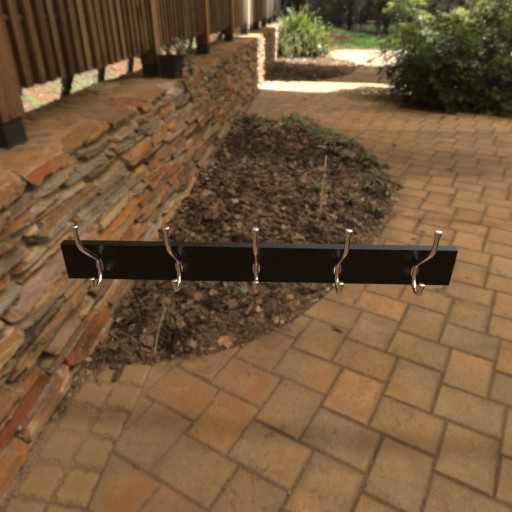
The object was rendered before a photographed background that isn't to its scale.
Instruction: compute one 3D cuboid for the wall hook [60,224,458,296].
[{"bbox_3d":[0.000,0.000,0.619,0.571,0.117,0.071,1,30,2],"label":"wall hook"}]
